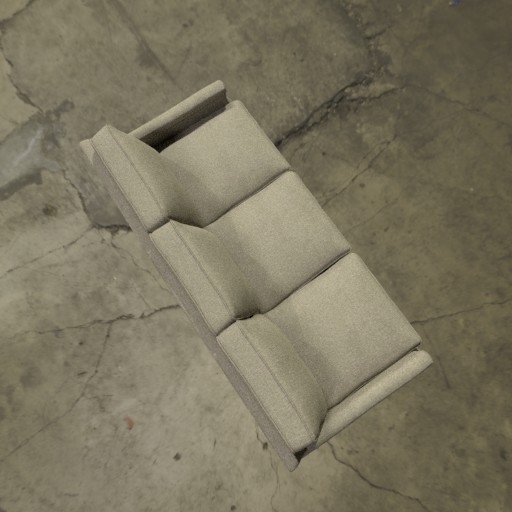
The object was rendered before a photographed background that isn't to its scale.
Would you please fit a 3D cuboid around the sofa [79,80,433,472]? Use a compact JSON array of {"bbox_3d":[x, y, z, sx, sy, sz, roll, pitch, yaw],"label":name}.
[{"bbox_3d":[0.000,0.000,2.798,1.084,1.003,2.246,-33,78,-8],"label":"sofa"}]
